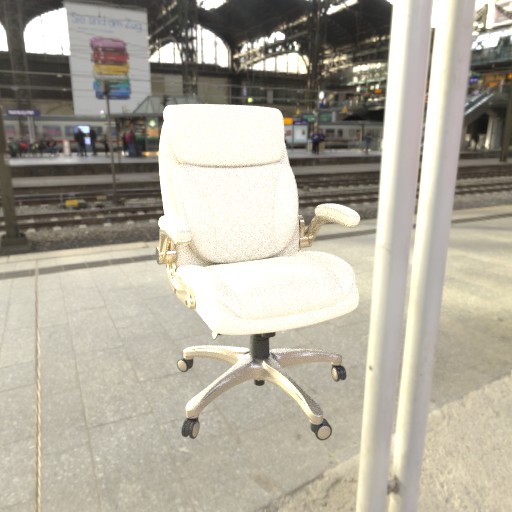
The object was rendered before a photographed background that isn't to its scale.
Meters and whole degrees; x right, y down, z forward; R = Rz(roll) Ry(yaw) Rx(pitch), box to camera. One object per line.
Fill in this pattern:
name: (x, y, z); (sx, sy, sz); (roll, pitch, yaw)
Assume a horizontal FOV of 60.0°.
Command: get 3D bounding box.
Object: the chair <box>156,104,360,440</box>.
chair: (0.000, 0.000, 1.652); (0.740, 1.110, 0.794); (-8, 17, -27)
